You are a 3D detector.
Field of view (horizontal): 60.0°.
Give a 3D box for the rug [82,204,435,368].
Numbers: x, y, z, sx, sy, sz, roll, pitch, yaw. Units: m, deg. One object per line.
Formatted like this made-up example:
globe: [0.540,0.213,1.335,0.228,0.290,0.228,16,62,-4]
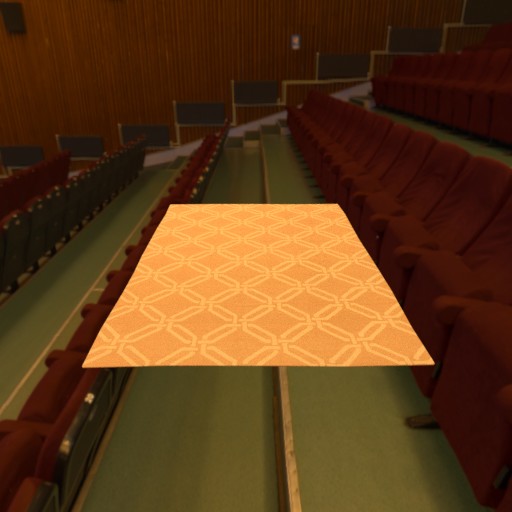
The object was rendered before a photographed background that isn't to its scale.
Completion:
rug: [0.000,0.000,2.213,1.146,0.010,1.745,0,24,-1]
